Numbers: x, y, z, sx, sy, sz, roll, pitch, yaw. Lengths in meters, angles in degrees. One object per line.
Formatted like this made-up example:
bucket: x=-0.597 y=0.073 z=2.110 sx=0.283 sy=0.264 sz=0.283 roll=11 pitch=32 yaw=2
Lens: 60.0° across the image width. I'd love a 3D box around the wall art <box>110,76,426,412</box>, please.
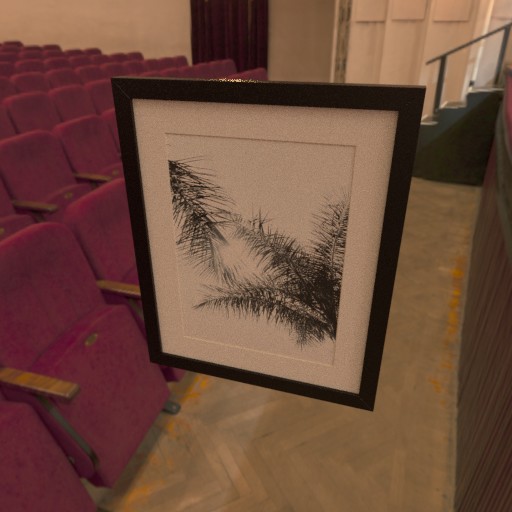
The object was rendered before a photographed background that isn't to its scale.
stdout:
wall art: x=0.000 y=0.000 z=0.756 sx=0.457 sy=0.557 sz=0.028 roll=8 pitch=28 yaw=15
